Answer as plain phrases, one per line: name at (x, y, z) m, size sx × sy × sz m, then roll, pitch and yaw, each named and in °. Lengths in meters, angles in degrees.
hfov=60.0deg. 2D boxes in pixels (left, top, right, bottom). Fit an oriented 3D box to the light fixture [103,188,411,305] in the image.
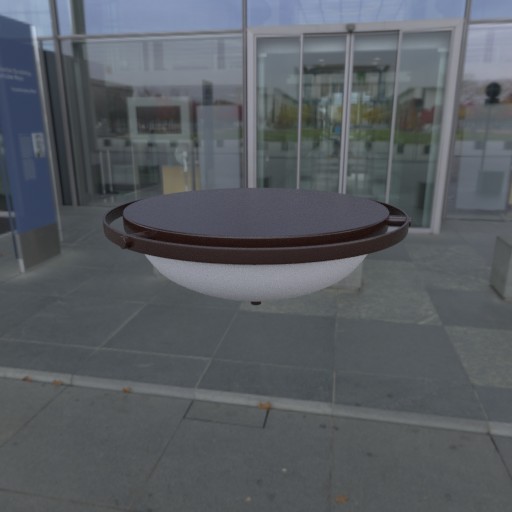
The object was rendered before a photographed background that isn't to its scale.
light fixture at (0.000, 0.000, 0.566) m, size 0.361 × 0.130 × 0.361 m, roll 0°, pitch 17°, yaw 0°
